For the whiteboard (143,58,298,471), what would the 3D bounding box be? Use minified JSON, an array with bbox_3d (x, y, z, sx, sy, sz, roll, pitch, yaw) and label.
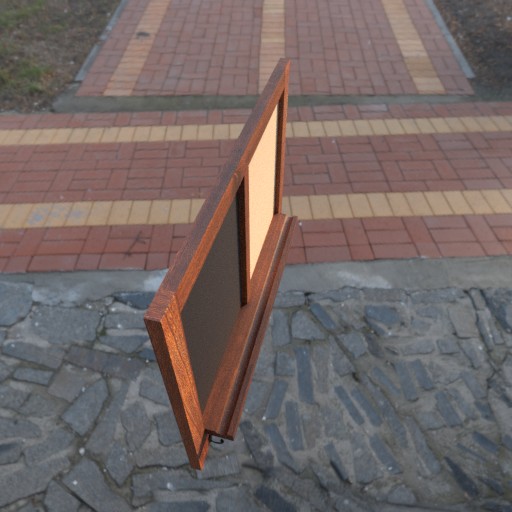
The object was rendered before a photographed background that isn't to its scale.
[{"bbox_3d":[0.000,0.000,0.989,0.083,0.553,0.768,11,48,10],"label":"whiteboard"}]
